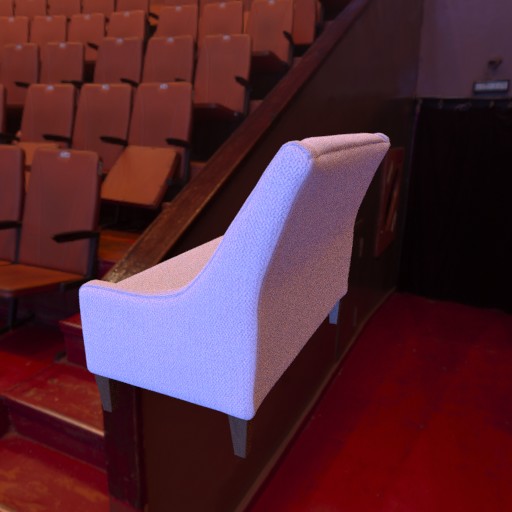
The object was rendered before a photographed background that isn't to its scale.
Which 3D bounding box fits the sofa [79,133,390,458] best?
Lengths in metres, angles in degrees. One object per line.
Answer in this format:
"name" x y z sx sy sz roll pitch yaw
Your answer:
"sofa" 0.000 0.000 1.921 0.870 1.022 1.242 8 18 24
